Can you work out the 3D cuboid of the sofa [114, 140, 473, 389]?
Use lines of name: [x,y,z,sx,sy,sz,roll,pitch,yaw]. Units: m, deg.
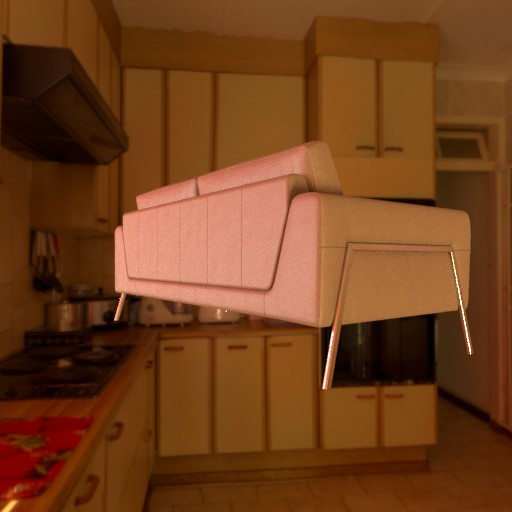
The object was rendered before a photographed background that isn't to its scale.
sofa: [0.000,0.000,2.512,0.953,0.875,2.017,0,-1,-36]
